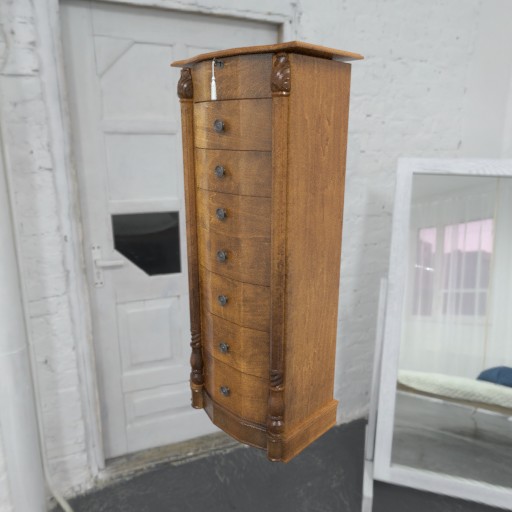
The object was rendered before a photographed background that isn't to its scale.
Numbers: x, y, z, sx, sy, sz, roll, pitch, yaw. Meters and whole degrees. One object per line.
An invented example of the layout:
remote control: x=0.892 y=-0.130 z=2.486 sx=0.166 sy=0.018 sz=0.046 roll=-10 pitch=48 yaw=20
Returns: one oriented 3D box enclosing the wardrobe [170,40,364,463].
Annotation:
wardrobe: x=0.000 y=0.000 z=1.161 sx=0.406 sy=0.959 sz=0.273 roll=15 pitch=22 yaw=42
